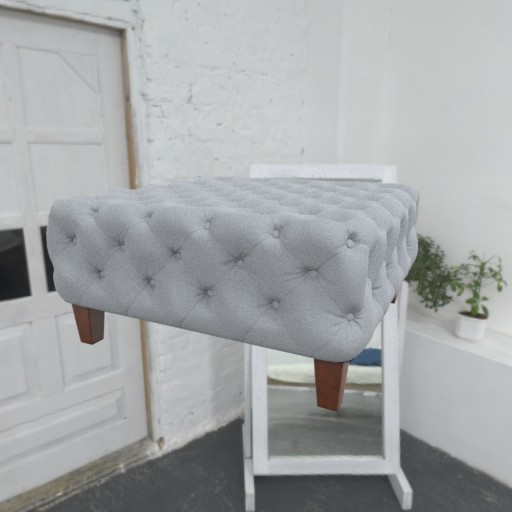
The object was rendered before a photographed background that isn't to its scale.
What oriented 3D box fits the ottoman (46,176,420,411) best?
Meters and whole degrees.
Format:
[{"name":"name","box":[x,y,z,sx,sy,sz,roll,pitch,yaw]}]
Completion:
[{"name":"ottoman","box":[0.000,0.000,1.196,0.758,0.365,0.764,7,17,25]}]
